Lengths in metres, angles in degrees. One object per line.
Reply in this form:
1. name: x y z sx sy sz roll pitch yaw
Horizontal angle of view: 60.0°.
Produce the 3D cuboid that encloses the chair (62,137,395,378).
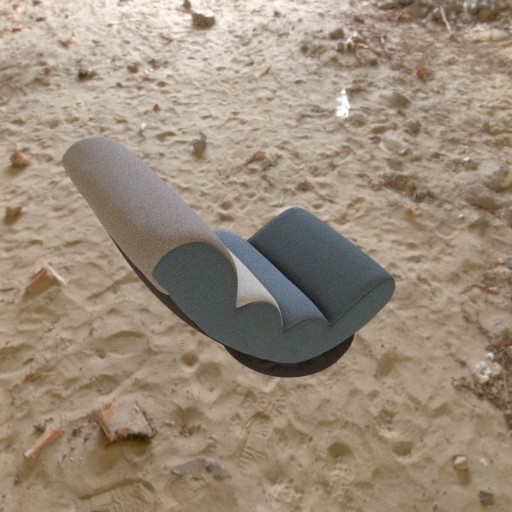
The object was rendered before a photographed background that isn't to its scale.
1. chair: 0.000 0.000 1.061 0.661 0.641 0.420 -26 49 -25
